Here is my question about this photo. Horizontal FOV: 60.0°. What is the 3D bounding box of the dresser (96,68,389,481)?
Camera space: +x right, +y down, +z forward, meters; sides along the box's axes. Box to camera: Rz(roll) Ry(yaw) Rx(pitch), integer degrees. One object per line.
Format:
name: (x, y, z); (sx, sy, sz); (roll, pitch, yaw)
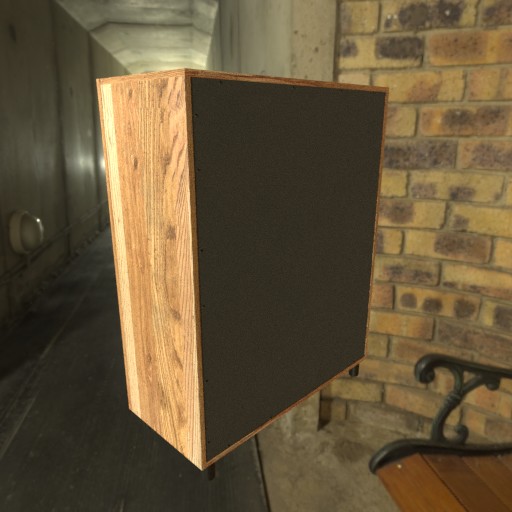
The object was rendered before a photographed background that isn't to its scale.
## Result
dresser: (0.000, 0.000, 1.715); (0.480, 1.243, 0.966); (16, 24, 42)
